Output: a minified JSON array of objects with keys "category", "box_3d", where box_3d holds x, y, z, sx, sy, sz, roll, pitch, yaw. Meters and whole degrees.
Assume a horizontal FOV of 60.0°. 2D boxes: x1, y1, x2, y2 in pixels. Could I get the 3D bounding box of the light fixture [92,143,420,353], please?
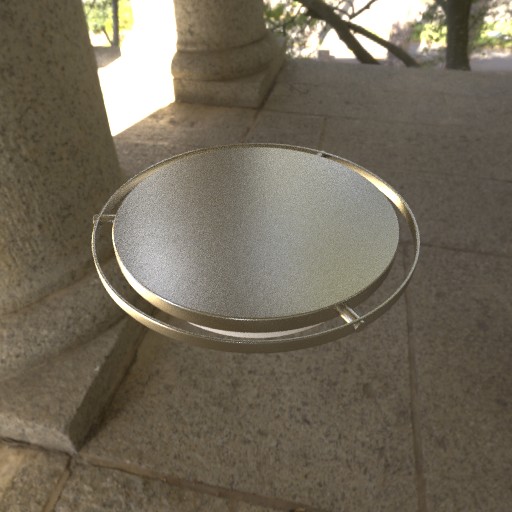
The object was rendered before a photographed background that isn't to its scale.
[{"category":"light fixture","box_3d":[0.000,0.000,0.545,0.361,0.130,0.361,0,41,0]}]
